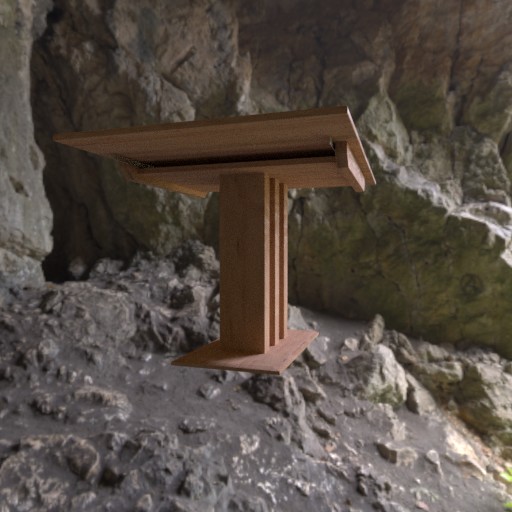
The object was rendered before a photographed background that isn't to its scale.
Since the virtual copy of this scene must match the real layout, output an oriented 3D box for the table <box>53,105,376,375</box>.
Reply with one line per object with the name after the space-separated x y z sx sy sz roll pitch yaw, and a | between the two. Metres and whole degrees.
0.000 0.000 1.857 0.900 0.770 1.300 0 1 18 | table
